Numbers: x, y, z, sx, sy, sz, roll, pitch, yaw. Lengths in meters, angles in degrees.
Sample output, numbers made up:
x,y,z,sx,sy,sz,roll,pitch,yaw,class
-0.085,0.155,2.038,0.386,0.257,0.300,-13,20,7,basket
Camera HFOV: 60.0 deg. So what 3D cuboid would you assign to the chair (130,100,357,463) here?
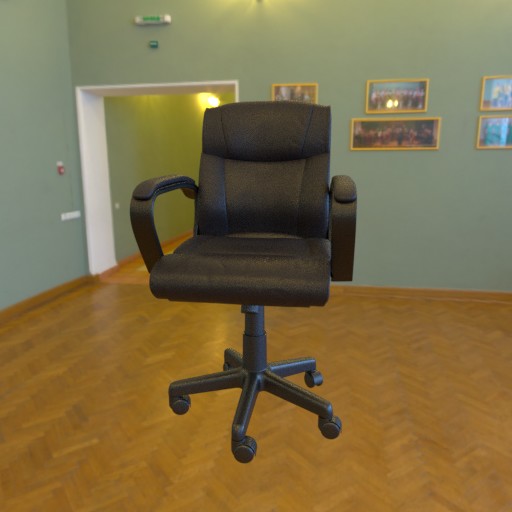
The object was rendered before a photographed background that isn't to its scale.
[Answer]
x,y,z,sx,sy,sz,roll,pitch,yaw,class
0.000,0.000,1.386,0.576,0.998,0.641,2,12,9,chair
